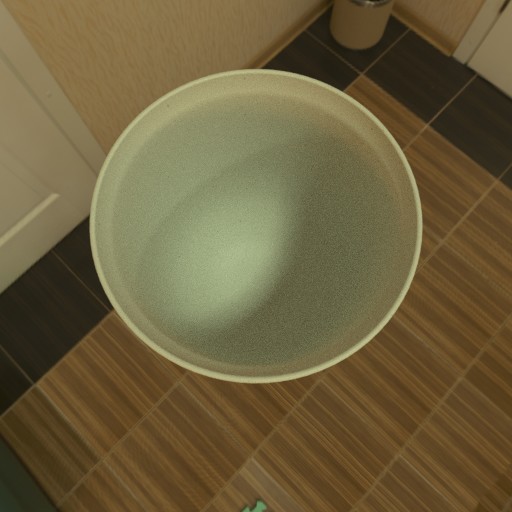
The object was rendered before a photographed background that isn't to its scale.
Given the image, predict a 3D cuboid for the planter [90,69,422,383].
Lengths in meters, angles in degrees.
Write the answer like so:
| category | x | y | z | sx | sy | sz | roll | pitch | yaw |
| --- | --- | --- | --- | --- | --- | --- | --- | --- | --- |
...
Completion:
| category | x | y | z | sx | sy | sz | roll | pitch | yaw |
| --- | --- | --- | --- | --- | --- | --- | --- | --- | --- |
| planter | 0.000 | 0.000 | 0.374 | 0.204 | 0.214 | 0.204 | 0 | 75 | 0 |
